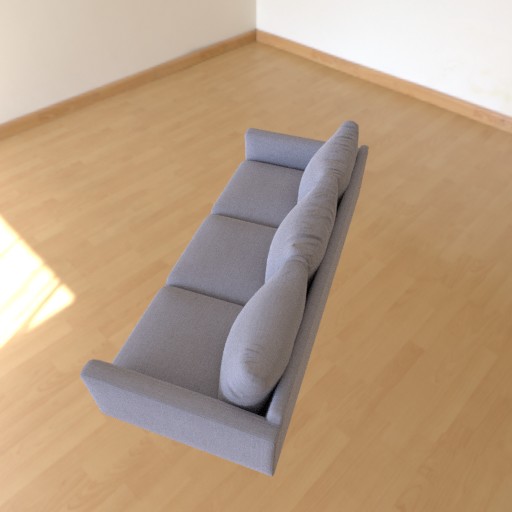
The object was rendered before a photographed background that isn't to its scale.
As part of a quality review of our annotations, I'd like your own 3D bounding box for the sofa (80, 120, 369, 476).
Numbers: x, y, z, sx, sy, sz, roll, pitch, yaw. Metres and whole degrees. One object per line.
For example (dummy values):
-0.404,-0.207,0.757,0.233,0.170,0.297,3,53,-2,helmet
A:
0.000,0.000,2.434,0.850,0.830,2.000,14,48,13,sofa
